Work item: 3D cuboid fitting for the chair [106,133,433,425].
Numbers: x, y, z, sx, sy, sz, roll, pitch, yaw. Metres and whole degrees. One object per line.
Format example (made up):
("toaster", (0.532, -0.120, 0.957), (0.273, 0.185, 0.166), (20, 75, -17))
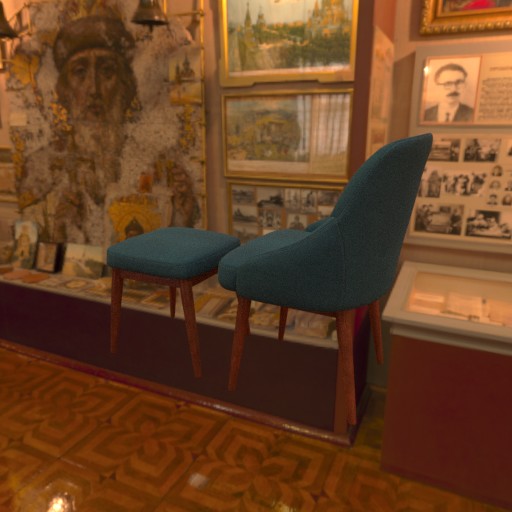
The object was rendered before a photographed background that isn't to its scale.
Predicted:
("chair", (0.000, 0.000, 1.608), (1.114, 0.866, 0.584), (8, 18, 26))
